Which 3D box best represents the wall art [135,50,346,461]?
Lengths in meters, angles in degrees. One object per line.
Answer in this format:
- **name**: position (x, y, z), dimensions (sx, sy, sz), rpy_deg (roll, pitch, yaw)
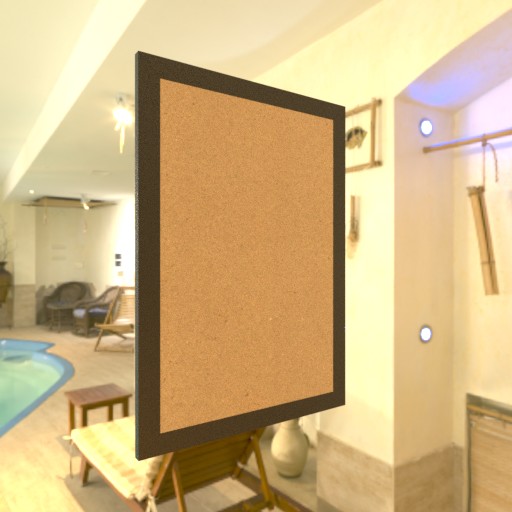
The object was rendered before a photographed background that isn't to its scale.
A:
- **wall art**: position (0.000, 0.000, 0.689), dimensions (0.381, 0.534, 0.013), rpy_deg (0, 0, -35)
